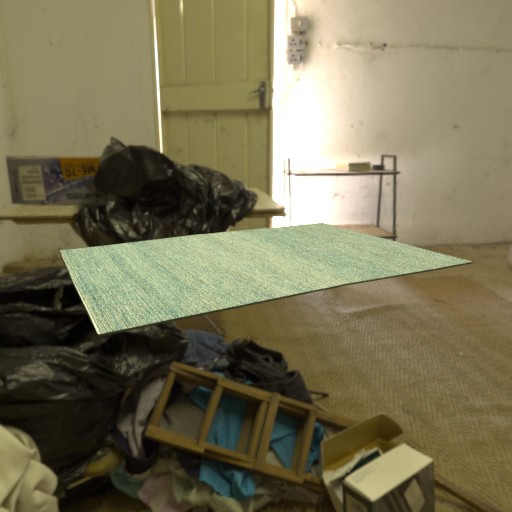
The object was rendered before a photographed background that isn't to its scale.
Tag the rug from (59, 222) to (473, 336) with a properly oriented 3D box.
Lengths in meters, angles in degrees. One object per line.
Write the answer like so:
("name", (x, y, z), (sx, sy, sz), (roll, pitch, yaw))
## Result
("rug", (0.000, 0.000, 5.262), (4.078, 0.052, 2.802), (-8, 17, -27))
